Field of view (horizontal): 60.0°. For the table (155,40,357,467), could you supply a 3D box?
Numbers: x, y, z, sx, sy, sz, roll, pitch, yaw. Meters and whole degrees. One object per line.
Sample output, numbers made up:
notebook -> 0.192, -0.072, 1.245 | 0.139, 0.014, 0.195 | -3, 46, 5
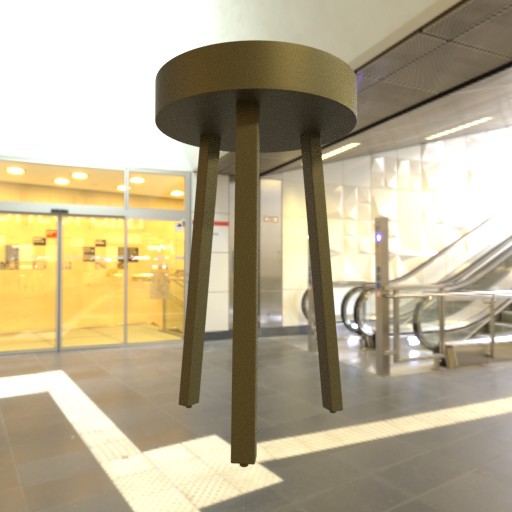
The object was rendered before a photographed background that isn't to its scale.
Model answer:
table -> 0.000, 0.000, 0.909 | 0.406, 0.686, 0.406 | -1, -2, 37
